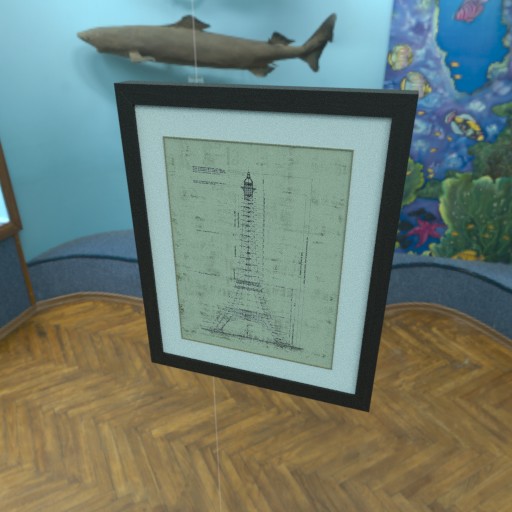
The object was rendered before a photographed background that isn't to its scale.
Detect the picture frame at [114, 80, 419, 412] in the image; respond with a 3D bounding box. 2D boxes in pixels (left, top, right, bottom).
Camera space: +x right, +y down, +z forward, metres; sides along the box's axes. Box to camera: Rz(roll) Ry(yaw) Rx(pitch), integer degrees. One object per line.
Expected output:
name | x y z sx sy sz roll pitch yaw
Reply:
picture frame | 0.000 0.000 0.773 0.452 0.555 0.044 8 28 16
